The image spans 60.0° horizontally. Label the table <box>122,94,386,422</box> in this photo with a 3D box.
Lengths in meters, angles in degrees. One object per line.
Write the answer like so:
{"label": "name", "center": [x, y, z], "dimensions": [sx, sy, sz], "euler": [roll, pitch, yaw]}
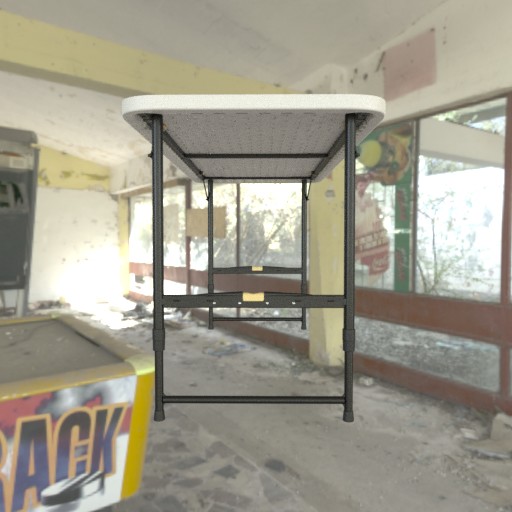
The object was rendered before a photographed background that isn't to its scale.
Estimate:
{"label": "table", "center": [0.000, 0.000, 1.570], "dimensions": [0.610, 0.737, 1.219], "euler": [0, 2, 1]}
